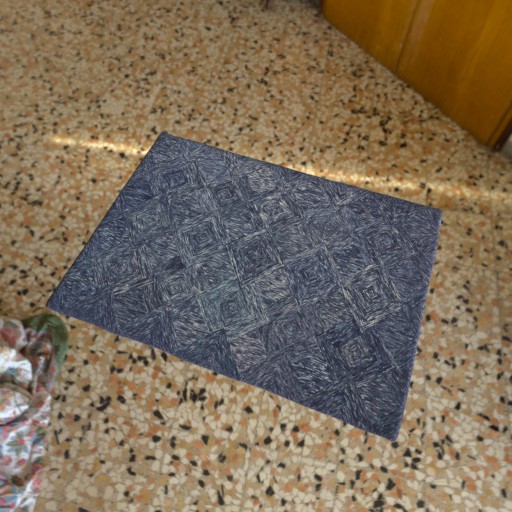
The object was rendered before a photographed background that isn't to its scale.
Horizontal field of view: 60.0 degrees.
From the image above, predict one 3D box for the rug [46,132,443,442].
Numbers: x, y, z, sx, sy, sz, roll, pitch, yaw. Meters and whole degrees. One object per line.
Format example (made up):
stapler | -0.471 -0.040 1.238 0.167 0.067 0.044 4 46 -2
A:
rug | 0.000 0.000 4.293 3.245 0.024 2.385 18 61 10
